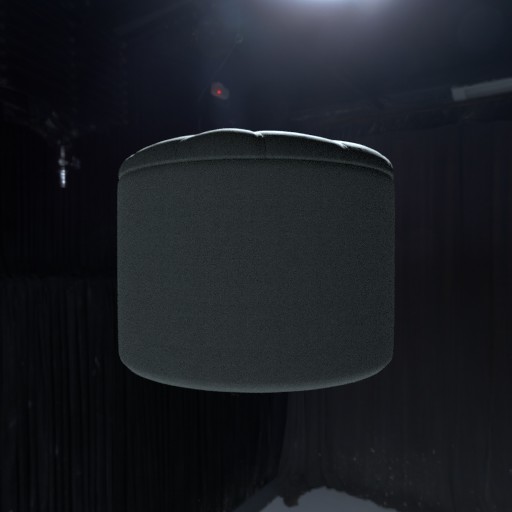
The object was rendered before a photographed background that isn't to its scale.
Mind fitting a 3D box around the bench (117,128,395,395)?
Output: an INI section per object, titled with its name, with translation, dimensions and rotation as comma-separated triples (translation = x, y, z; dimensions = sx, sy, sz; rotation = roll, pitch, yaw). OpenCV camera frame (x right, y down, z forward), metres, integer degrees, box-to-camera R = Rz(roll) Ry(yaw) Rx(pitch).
[bench]
translation = 0.000, 0.000, 1.005
dimensions = 0.600, 0.453, 0.600
rotation = 0, 1, 0
